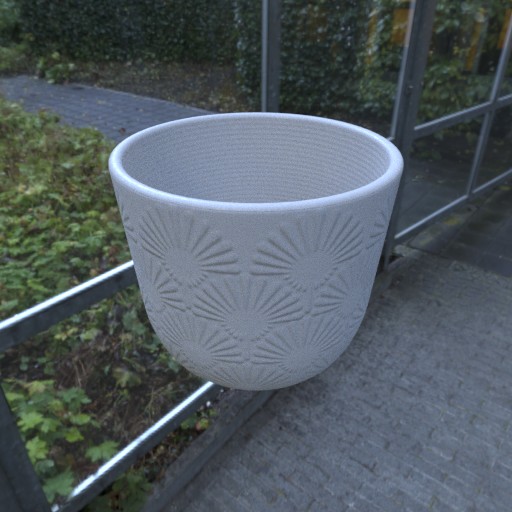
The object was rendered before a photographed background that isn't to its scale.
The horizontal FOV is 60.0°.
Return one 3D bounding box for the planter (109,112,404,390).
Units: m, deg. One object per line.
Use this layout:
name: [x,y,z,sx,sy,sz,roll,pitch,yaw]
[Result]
planter: [0.000,0.000,0.303,0.170,0.152,0.170,0,32,0]
